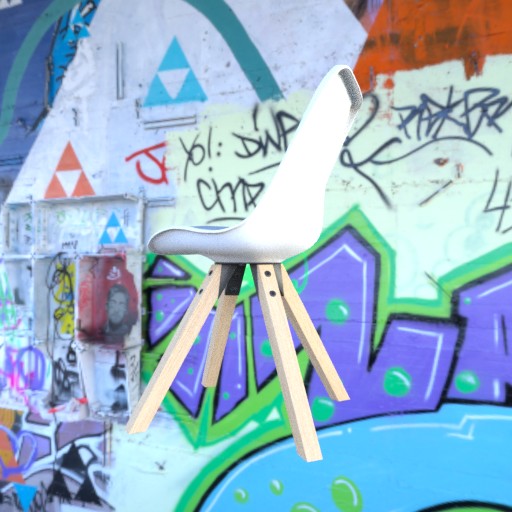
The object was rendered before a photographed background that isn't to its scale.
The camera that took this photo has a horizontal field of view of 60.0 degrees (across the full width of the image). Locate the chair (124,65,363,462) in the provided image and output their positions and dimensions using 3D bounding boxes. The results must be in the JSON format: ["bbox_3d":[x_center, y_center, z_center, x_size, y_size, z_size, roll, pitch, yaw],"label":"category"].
[{"bbox_3d":[0.000,0.000,1.181,0.550,0.850,0.485,0,0,20],"label":"chair"}]
